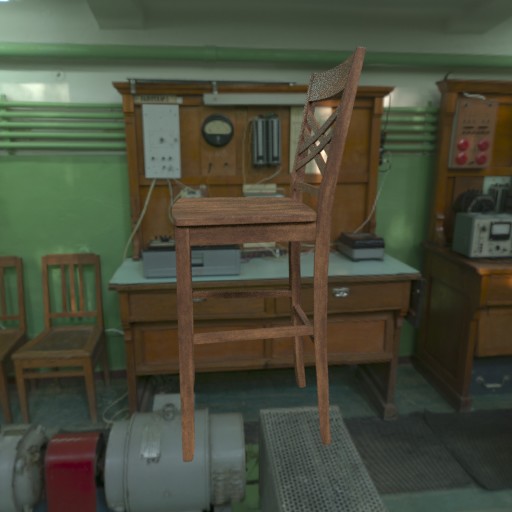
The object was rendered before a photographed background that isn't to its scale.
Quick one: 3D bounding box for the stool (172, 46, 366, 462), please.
[{"bbox_3d":[0.000,0.000,1.349,0.487,1.105,0.433,-2,14,-7],"label":"stool"}]
